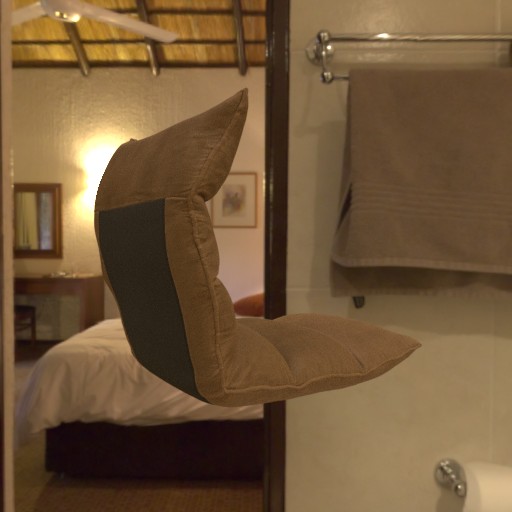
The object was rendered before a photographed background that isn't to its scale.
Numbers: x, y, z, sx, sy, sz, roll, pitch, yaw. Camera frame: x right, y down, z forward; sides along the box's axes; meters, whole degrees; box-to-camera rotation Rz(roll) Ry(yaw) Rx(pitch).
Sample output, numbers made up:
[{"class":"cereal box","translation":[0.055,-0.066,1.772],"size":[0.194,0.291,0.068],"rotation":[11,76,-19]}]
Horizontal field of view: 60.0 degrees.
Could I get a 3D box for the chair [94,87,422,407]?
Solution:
[{"class":"chair","translation":[0.000,0.000,1.604],"size":[0.985,0.892,0.714],"rotation":[-1,2,-36]}]
